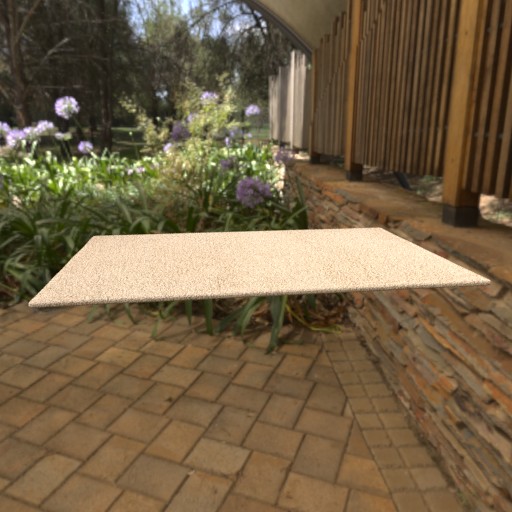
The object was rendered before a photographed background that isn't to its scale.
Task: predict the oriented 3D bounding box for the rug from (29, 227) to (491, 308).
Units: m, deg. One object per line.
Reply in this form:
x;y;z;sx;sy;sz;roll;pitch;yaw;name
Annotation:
0.000;0.000;3.022;2.438;0.030;1.524;-2;15;-8;rug
